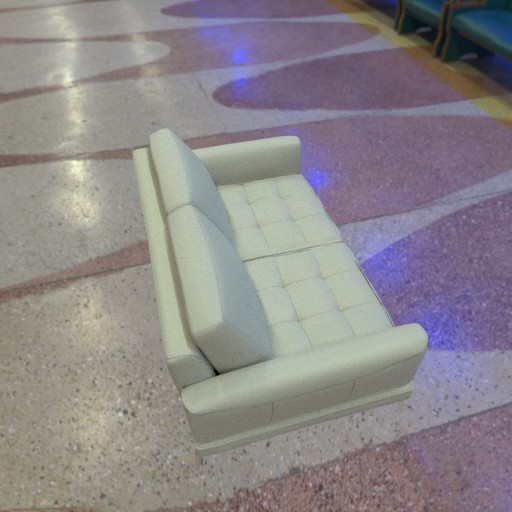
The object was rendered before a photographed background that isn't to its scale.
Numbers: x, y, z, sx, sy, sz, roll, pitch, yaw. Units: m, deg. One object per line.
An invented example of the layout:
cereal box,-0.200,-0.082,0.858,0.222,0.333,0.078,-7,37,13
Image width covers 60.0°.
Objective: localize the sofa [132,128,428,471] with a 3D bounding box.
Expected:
sofa,0.000,0.000,2.479,1.121,0.930,1.819,-12,47,-11
